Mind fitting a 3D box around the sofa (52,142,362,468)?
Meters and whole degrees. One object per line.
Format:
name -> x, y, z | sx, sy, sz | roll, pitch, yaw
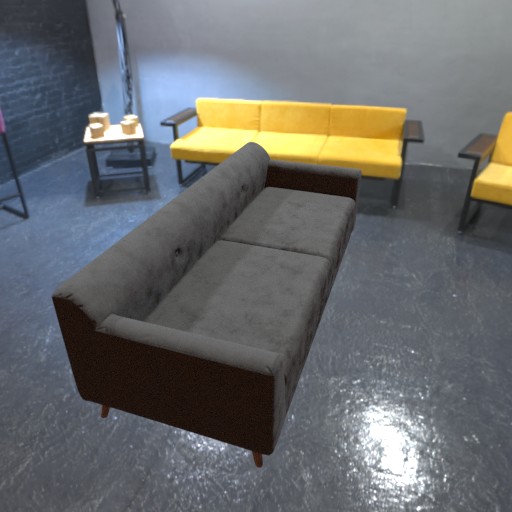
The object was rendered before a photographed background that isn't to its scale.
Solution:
sofa -> 0.000, 0.000, 2.606 | 0.900, 0.740, 2.190 | 10, 32, 17
